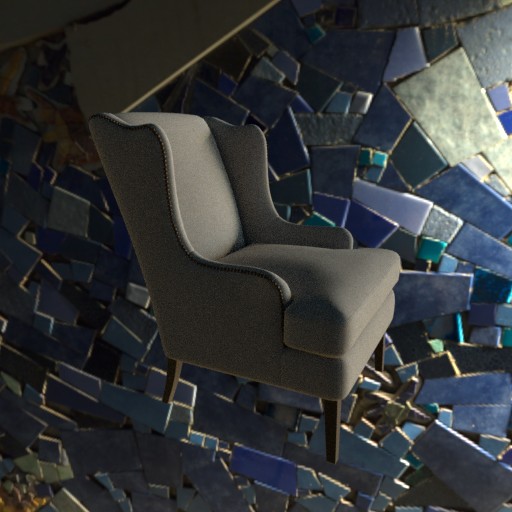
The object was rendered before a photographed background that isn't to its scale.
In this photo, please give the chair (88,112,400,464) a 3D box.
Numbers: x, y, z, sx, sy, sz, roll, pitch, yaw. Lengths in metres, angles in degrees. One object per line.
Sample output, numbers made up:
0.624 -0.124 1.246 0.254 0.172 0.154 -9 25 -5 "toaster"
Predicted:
0.000 0.000 1.656 0.940 1.029 0.737 9 18 27 "chair"
